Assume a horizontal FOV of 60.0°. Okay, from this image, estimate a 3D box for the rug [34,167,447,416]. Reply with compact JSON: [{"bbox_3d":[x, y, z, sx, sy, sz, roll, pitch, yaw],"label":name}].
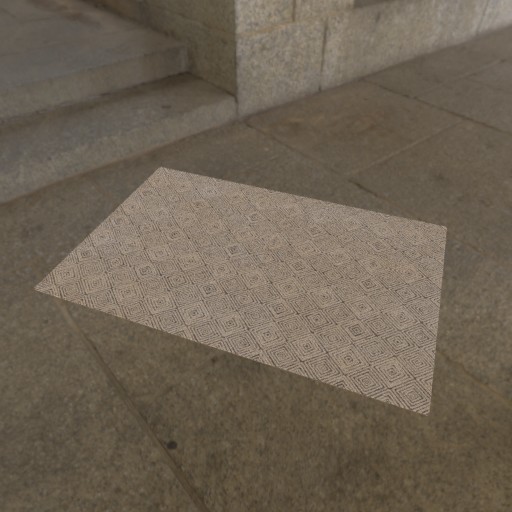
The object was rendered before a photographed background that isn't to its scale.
[{"bbox_3d":[0.000,0.000,2.248,1.783,0.008,1.175,14,44,15],"label":"rug"}]
